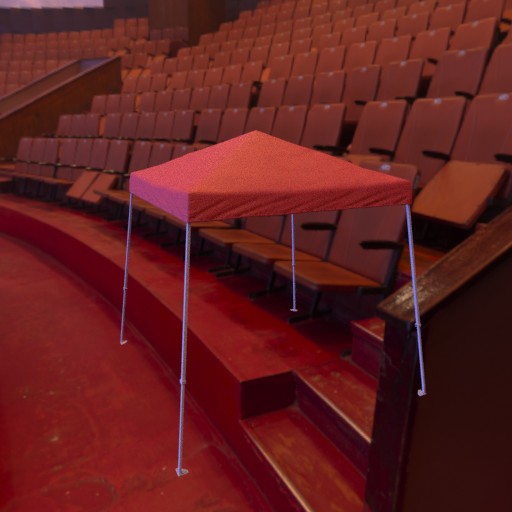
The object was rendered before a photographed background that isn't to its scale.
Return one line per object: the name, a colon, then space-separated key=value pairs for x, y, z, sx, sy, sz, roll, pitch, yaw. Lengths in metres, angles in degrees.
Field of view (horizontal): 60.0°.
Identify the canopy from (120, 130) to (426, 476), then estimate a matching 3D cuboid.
canopy: x=0.000 y=0.000 z=6.603 sx=3.600 sy=3.600 sz=3.599 roll=-7 pitch=16 yaw=-25
